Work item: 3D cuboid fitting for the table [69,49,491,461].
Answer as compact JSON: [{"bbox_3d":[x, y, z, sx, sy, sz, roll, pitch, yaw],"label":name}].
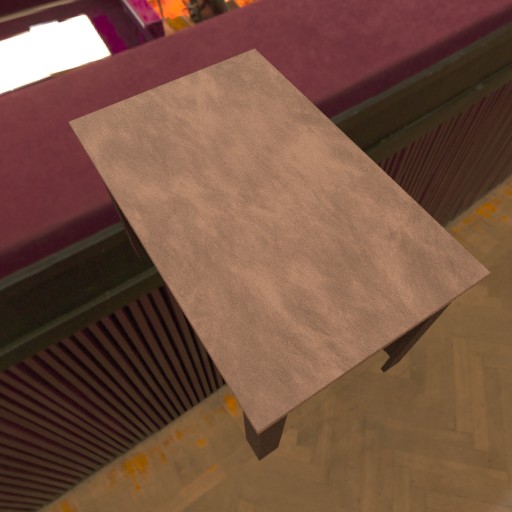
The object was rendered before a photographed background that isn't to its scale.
[{"bbox_3d":[0.000,0.000,1.571,0.700,0.734,1.100,-29,63,-16],"label":"table"}]
